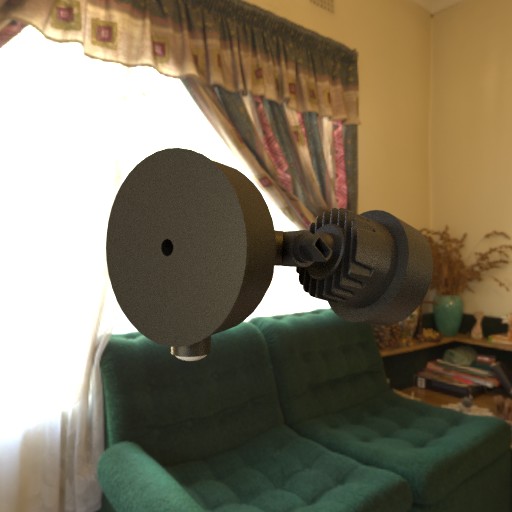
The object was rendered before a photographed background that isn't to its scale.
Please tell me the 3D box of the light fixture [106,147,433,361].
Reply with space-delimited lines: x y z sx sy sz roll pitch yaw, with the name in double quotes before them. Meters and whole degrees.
"light fixture" 0.000 0.000 0.311 0.213 0.120 0.168 1 1 35
